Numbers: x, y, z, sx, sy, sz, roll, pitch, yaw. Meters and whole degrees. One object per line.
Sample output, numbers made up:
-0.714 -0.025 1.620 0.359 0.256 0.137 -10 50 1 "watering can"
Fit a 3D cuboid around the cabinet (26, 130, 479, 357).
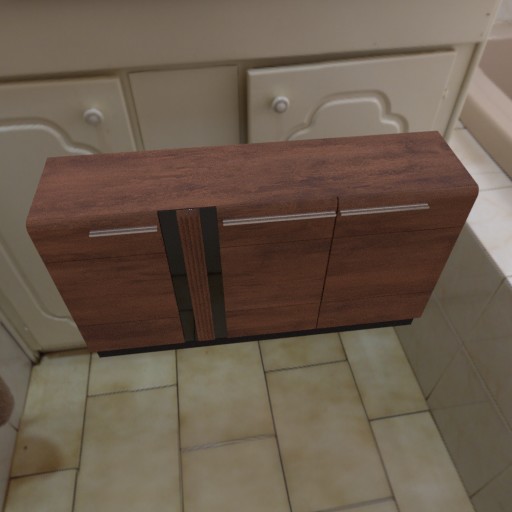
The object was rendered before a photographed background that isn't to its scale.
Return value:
0.000 0.000 1.996 1.600 0.900 0.420 -5 47 -5 "cabinet"
